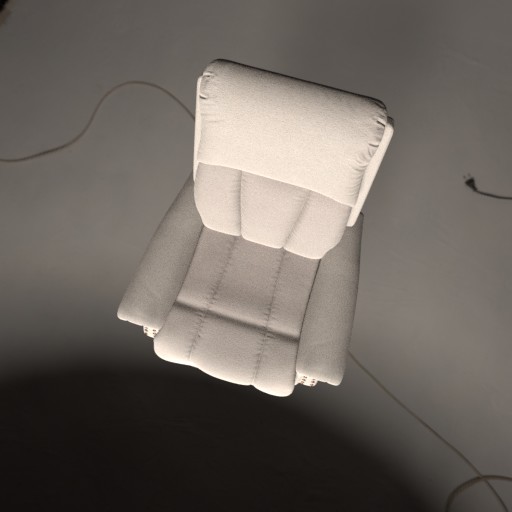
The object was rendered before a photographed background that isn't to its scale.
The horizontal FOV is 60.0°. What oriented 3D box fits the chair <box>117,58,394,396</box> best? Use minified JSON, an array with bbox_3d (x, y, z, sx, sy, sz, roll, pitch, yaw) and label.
[{"bbox_3d":[0.000,0.000,1.736,0.871,1.031,0.979,16,76,4],"label":"chair"}]
